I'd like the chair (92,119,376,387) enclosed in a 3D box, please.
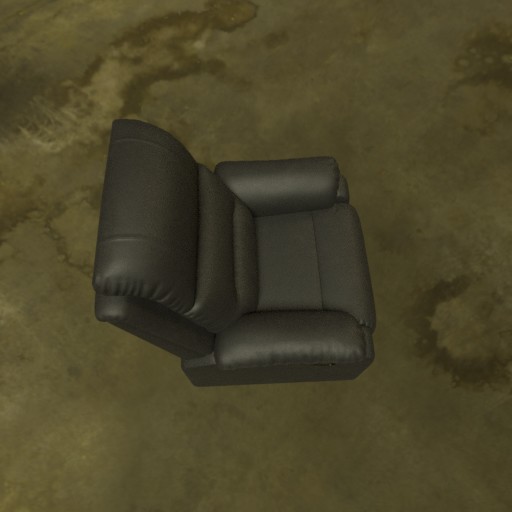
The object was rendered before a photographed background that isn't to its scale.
[{"bbox_3d":[0.000,0.000,1.678,0.919,0.992,0.855,-2,64,-1],"label":"chair"}]
